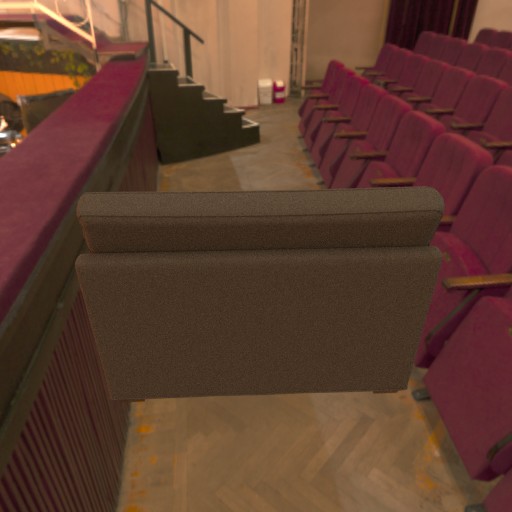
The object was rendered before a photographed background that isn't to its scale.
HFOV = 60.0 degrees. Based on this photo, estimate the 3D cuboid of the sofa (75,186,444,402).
[{"bbox_3d":[0.000,0.000,2.072,1.410,0.953,0.940,-1,31,-2],"label":"sofa"}]
